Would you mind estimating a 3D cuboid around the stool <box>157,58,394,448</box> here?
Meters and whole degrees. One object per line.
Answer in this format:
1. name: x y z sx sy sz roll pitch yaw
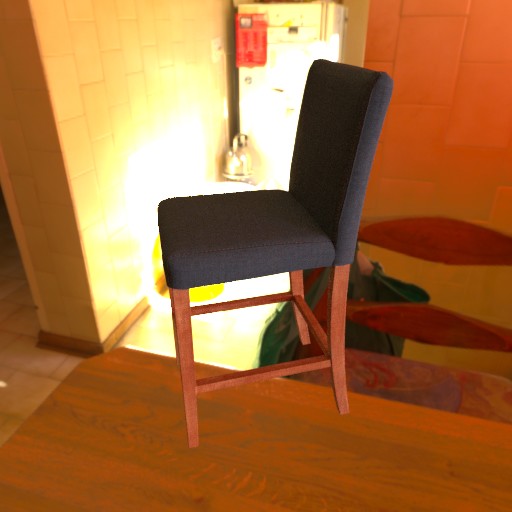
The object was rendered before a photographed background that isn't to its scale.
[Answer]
1. stool: 0.000 0.000 1.377 0.574 1.088 0.454 -7 29 -13
